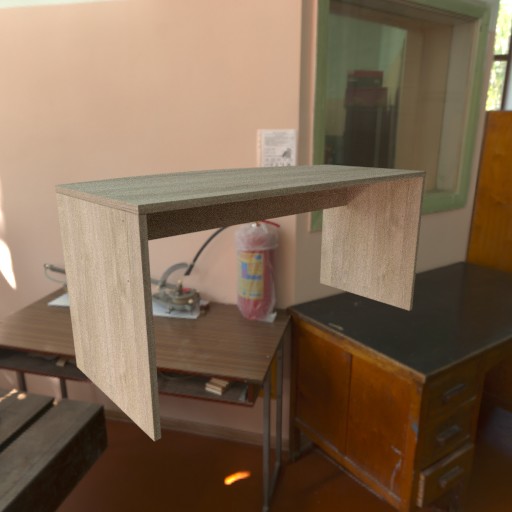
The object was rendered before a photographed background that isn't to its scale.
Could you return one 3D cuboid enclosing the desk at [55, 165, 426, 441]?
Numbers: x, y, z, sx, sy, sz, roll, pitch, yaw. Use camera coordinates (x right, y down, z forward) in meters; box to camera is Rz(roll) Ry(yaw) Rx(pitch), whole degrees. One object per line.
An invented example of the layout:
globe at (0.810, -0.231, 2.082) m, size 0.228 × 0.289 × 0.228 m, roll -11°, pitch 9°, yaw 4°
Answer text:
desk at (0.000, 0.000, 2.103) m, size 1.600 × 0.752 × 0.802 m, roll -14°, pitch 21°, yaw -41°
